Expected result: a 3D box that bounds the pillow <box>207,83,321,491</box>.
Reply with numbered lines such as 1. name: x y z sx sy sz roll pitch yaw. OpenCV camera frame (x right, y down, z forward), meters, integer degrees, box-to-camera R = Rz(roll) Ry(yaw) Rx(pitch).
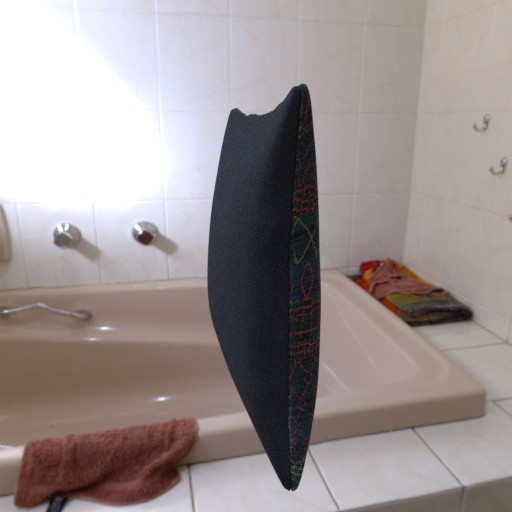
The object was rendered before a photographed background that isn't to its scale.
1. pillow: 0.000 0.000 0.638 0.141 0.431 0.431 -3 17 -10
